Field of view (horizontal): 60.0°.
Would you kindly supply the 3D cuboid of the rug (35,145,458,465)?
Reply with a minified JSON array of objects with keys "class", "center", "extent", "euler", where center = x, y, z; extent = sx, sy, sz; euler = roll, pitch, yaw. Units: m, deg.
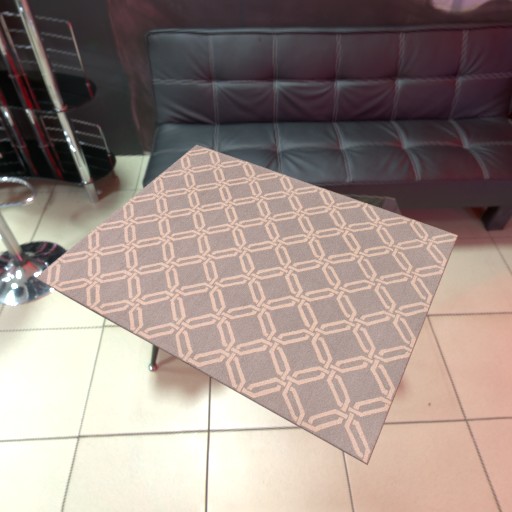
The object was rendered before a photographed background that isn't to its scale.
[{"class":"rug","center":[0.000,0.000,3.833],"extent":[2.895,0.018,2.288],"euler":[23,51,20]}]
